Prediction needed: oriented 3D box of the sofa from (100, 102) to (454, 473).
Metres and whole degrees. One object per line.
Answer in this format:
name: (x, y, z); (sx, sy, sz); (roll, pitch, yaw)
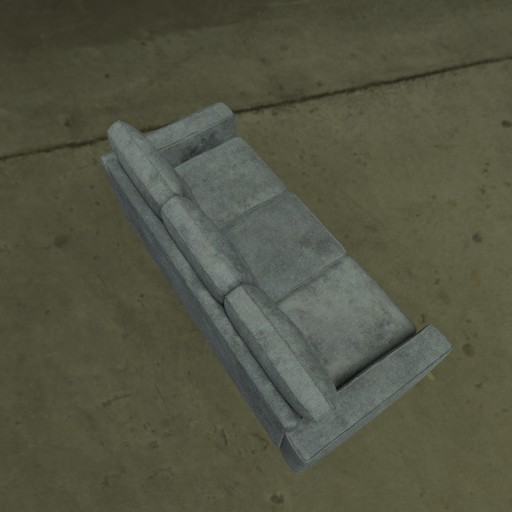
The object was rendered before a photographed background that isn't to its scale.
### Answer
sofa: (0.000, 0.000, 2.598); (0.939, 0.965, 2.133); (-30, 64, -17)
